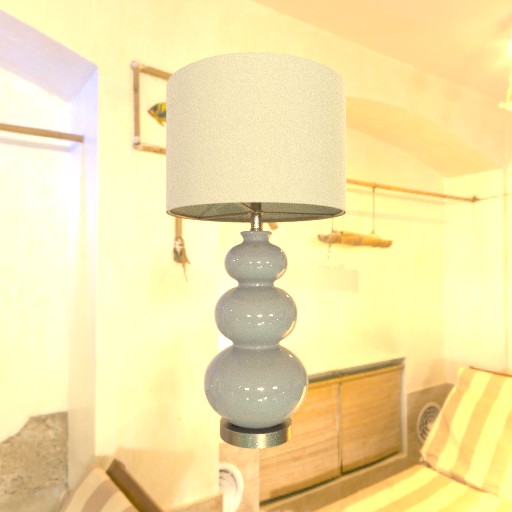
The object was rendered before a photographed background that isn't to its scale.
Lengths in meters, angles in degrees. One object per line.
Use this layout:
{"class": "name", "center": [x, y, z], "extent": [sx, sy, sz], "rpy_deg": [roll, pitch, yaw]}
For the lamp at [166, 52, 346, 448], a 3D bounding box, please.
{"class": "lamp", "center": [0.000, 0.000, 0.918], "extent": [0.367, 0.730, 0.367], "rpy_deg": [1, -1, -37]}
